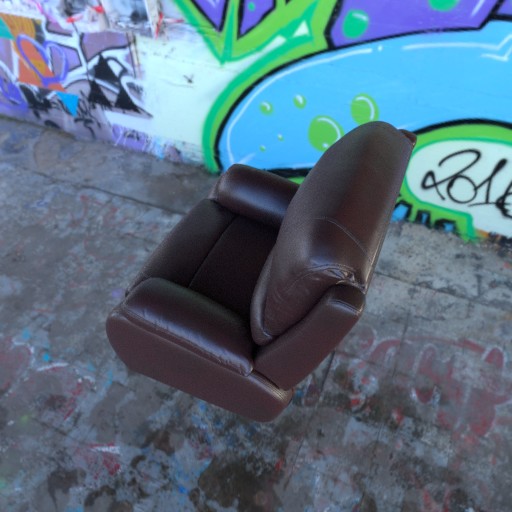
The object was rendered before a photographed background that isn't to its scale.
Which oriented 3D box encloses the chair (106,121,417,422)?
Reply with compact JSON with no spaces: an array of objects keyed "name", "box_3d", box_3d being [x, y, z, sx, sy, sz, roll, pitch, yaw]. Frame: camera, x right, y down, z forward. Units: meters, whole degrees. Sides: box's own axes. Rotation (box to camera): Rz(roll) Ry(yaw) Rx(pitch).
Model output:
[{"name":"chair","box_3d":[0.000,0.000,1.716,0.899,1.011,0.930,17,49,16]}]
